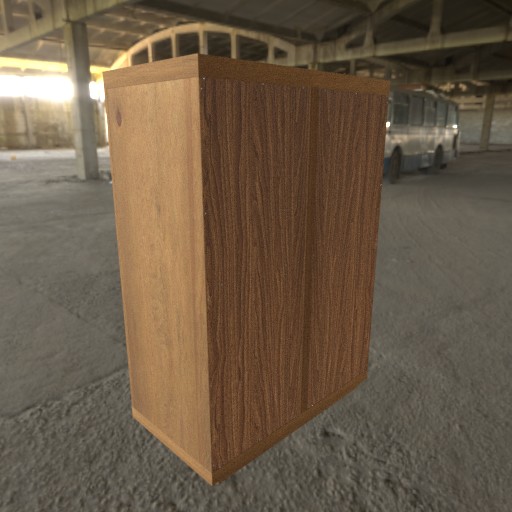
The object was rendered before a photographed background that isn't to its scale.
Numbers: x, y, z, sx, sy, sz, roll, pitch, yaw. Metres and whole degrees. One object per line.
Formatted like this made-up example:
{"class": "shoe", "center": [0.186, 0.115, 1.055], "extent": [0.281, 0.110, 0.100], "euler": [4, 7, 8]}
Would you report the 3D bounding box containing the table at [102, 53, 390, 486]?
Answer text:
{"class": "table", "center": [0.000, 0.000, 1.719], "extent": [0.901, 1.294, 0.524], "euler": [-15, 22, -42]}
